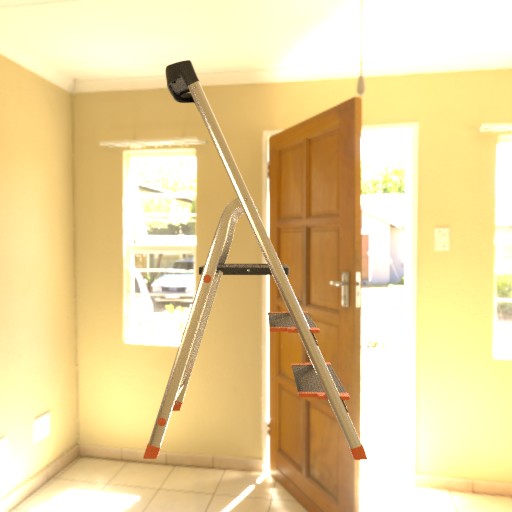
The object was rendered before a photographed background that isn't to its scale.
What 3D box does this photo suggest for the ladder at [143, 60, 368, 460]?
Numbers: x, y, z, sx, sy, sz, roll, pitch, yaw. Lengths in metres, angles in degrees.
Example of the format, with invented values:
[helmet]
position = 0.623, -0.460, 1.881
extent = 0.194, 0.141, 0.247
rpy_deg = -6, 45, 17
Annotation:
[ladder]
position = 0.000, 0.000, 1.538
extent = 0.686, 1.229, 0.416
rpy_deg = 0, 2, 1
